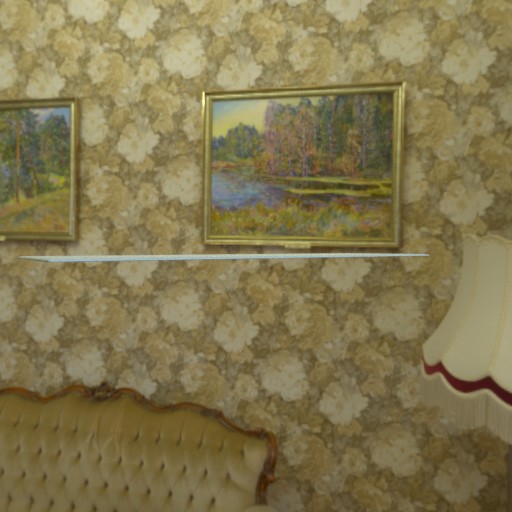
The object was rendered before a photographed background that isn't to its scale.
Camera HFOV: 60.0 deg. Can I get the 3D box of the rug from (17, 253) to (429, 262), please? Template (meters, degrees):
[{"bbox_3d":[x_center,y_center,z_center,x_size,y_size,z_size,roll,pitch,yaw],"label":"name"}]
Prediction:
[{"bbox_3d":[0.000,0.000,2.386,2.196,0.011,0.662,-1,1,-36],"label":"rug"}]
